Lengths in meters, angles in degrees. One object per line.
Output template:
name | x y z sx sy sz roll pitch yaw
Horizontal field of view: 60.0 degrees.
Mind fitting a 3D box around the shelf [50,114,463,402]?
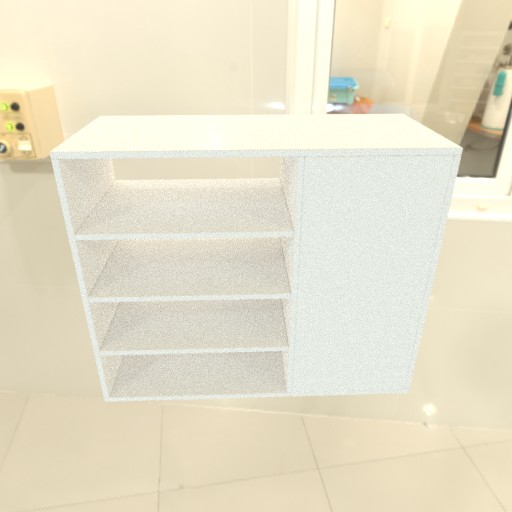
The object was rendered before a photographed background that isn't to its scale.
shelf | 0.000 0.000 1.303 0.895 0.732 0.396 -1 28 -2
